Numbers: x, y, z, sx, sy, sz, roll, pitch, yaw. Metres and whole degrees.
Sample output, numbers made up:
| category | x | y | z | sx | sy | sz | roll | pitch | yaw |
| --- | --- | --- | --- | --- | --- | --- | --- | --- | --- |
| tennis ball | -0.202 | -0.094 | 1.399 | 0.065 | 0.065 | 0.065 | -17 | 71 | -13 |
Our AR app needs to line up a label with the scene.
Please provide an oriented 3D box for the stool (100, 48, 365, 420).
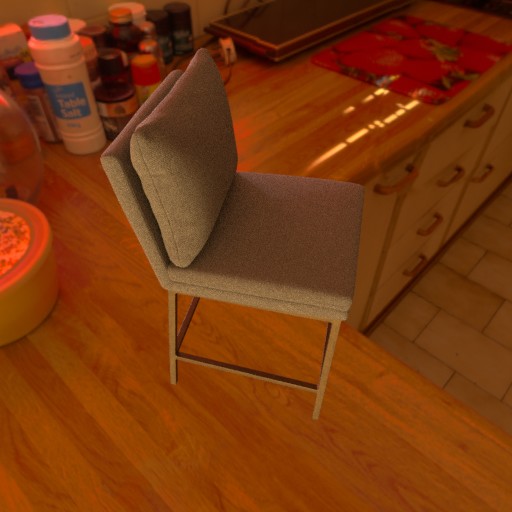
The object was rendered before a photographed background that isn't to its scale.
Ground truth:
| category | x | y | z | sx | sy | sz | roll | pitch | yaw |
| --- | --- | --- | --- | --- | --- | --- | --- | --- | --- |
| stool | 0.000 | 0.000 | 1.323 | 0.569 | 1.031 | 0.463 | 10 | 47 | 9 |
